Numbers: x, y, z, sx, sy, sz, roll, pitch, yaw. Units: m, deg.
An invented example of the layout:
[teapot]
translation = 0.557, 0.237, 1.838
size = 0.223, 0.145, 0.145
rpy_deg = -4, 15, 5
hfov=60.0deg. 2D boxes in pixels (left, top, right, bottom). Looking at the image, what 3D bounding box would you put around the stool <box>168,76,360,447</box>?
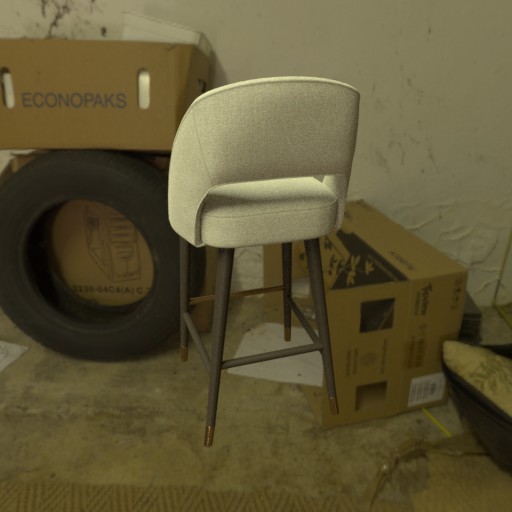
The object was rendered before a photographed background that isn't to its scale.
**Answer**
[stool]
translation = 0.000, 0.000, 1.354
size = 0.494, 1.037, 0.509
rpy_deg = -8, 26, -16
